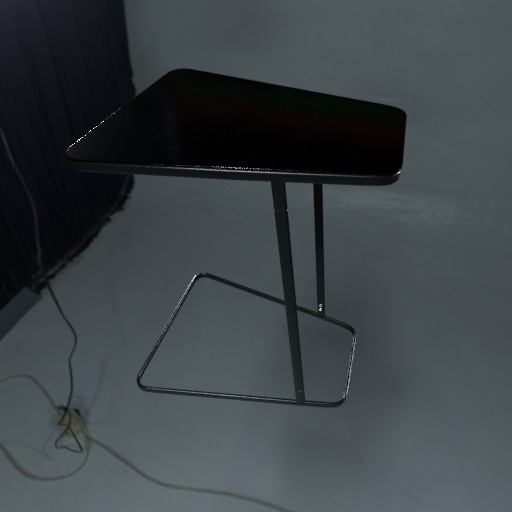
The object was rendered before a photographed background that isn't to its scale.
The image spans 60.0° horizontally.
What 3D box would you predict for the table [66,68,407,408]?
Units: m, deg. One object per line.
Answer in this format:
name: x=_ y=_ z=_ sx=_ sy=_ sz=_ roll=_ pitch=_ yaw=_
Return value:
table: x=0.000 y=0.000 z=0.969 sx=0.500 sy=0.624 sz=0.427 roll=11 pitch=42 yaw=12
